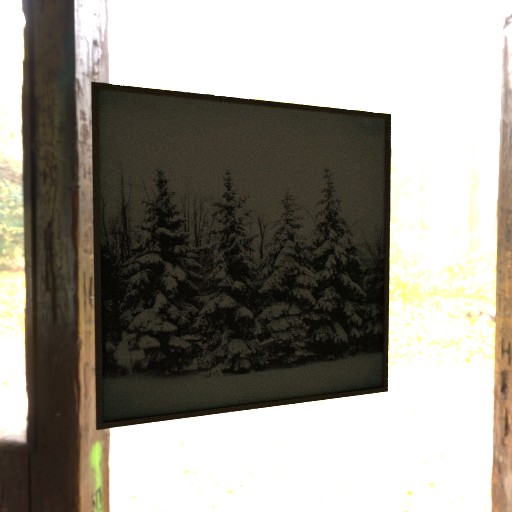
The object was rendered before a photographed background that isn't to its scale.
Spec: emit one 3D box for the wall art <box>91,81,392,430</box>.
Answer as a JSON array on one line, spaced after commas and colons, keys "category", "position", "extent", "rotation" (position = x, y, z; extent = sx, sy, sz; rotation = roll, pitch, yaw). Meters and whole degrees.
[{"category": "wall art", "position": [0.000, 0.000, 1.103], "extent": [0.758, 0.758, 0.039], "rotation": [-1, 2, -19]}]
